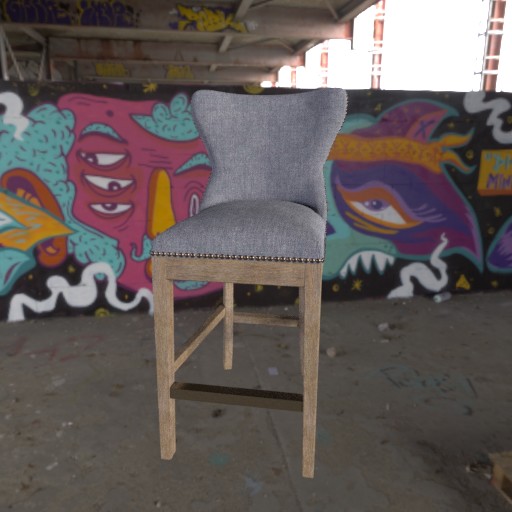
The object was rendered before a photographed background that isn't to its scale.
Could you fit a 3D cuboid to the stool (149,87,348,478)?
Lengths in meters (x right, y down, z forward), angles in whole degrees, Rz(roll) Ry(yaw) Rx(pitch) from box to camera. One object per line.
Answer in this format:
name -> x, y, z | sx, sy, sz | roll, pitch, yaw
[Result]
stool -> 0.000, 0.000, 1.310 | 0.498, 0.981, 0.608 | 2, 14, 10
